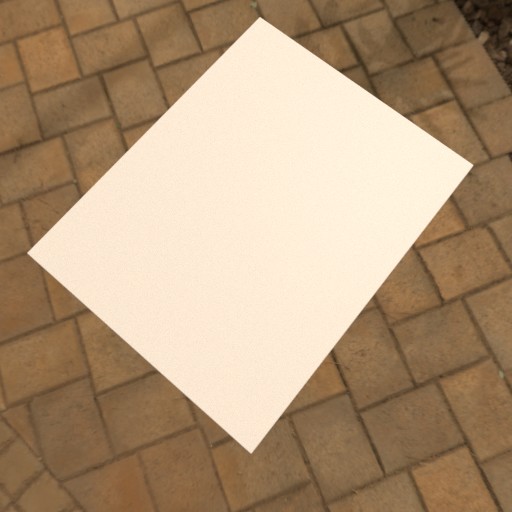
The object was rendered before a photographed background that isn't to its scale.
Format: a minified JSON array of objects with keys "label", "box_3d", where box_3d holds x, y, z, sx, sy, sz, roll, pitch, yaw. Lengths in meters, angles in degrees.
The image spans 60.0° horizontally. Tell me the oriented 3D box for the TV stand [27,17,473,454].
[{"label":"TV stand","box_3d":[0.000,0.000,0.901,0.405,0.559,0.508,39,79,9]}]
